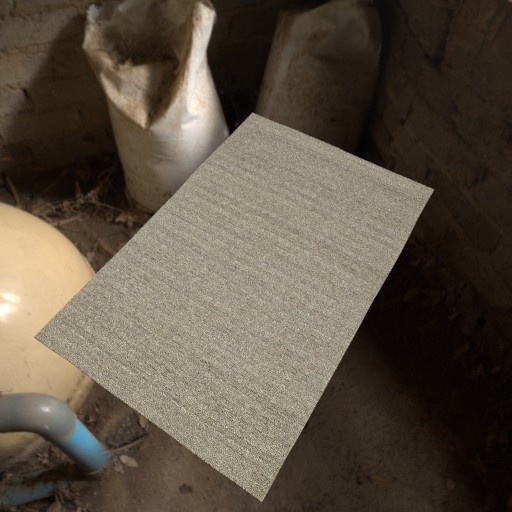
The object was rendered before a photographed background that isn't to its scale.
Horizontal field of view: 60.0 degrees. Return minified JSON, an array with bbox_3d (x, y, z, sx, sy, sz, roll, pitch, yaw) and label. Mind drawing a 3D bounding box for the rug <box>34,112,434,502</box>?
[{"bbox_3d":[0.000,0.000,2.823,1.532,0.018,2.297,28,61,17],"label":"rug"}]
